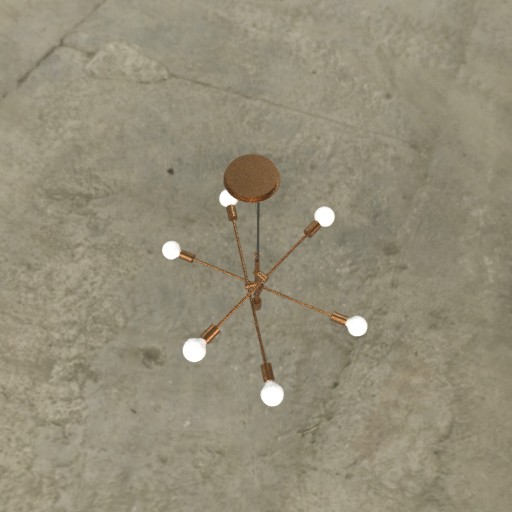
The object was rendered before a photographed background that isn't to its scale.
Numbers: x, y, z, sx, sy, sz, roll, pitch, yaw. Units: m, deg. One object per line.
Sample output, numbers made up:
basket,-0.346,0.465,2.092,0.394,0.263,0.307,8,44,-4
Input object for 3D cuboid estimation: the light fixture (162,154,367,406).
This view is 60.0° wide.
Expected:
light fixture,0.000,0.000,1.266,0.637,0.744,0.682,-34,68,-16
